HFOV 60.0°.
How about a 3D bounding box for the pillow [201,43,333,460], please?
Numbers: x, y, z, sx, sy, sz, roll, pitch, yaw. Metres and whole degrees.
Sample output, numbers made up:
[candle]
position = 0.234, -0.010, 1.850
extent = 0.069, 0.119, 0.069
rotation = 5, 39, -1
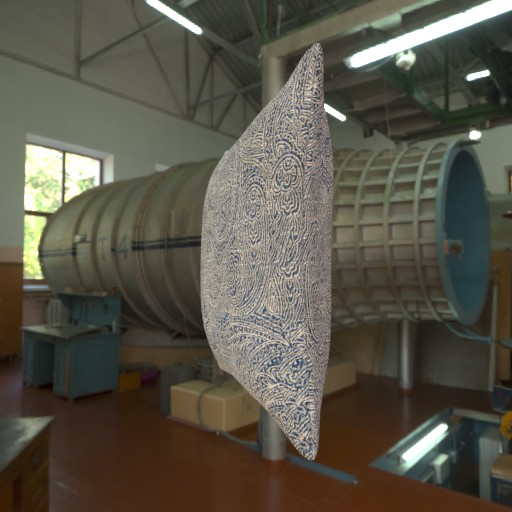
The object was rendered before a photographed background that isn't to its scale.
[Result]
[pillow]
position = 0.000, 0.000, 0.787
extent = 0.166, 0.510, 0.523
rotation = 1, -2, -16
